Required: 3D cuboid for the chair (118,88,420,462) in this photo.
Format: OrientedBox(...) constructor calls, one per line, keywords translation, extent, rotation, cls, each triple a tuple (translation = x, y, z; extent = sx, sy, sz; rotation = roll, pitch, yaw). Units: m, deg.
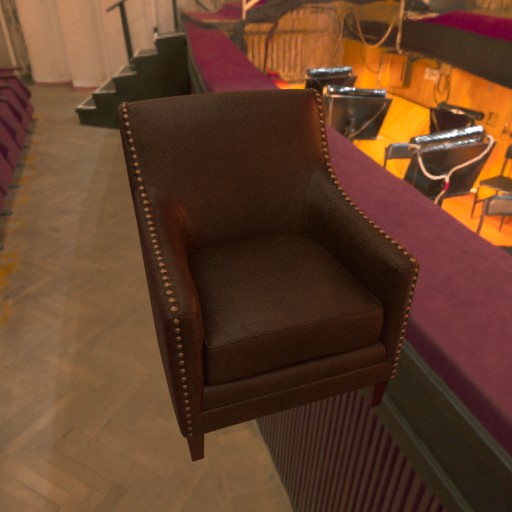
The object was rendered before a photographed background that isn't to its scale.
OrientedBox(translation=(0.000, 0.000, 1.315), extent=(0.639, 0.813, 0.704), rotation=(-10, 34, -16), cls="chair")
